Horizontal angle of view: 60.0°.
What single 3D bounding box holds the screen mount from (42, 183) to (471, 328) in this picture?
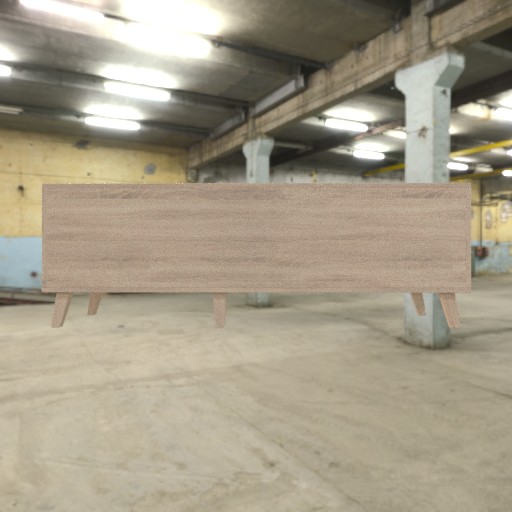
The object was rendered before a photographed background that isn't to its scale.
[{"bbox_3d":[0.000,0.000,1.749,1.500,0.510,0.400,0,0,1],"label":"screen mount"}]
